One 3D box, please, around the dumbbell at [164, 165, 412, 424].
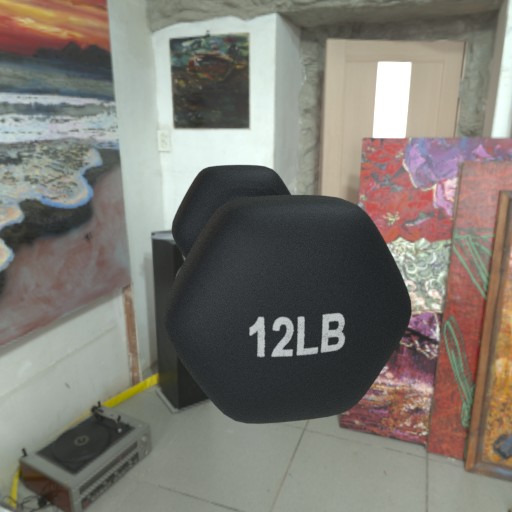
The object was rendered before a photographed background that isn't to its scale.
[{"bbox_3d":[0.000,0.000,0.285,0.112,0.101,0.231,-2,16,-8],"label":"dumbbell"}]
